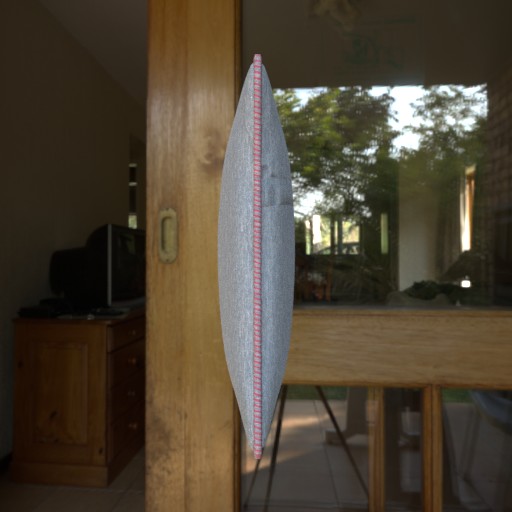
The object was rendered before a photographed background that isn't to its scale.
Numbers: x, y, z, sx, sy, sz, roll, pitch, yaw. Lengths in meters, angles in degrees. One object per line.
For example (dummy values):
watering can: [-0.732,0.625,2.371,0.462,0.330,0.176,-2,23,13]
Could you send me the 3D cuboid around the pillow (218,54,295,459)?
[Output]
pillow: [0.000,0.000,0.751,0.124,0.491,0.482,0,-1,-1]
